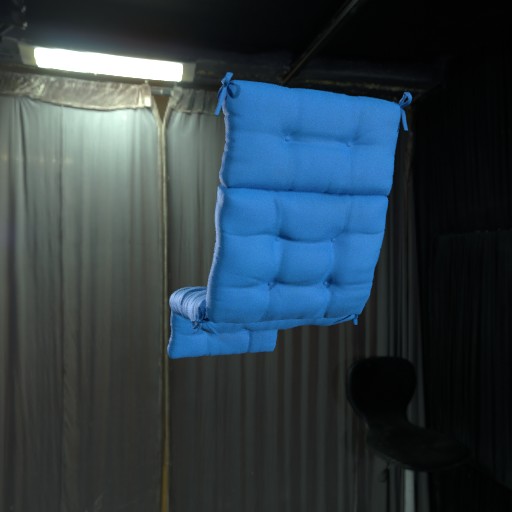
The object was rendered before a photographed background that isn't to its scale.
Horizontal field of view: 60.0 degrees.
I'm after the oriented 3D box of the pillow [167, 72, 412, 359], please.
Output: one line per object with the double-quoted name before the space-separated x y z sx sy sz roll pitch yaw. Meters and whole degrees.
"pillow" 0.000 0.000 1.525 0.526 0.863 1.016 0 -1 -19
